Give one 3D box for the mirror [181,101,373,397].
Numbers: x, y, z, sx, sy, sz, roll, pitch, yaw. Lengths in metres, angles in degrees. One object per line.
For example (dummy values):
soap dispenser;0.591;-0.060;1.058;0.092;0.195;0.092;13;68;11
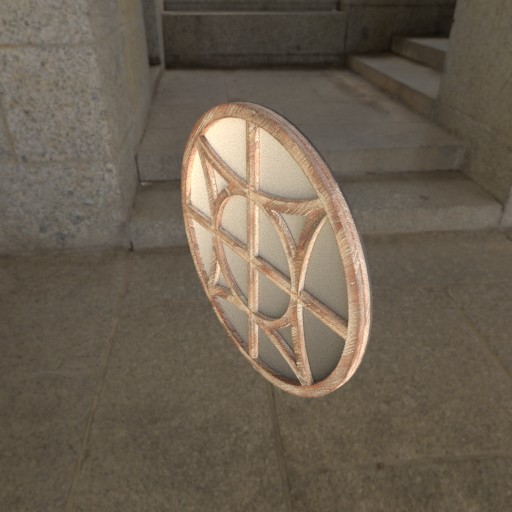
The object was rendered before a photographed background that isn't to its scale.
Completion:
mirror;0.000;0.000;1.077;0.038;0.710;0.710;-20;37;-29
